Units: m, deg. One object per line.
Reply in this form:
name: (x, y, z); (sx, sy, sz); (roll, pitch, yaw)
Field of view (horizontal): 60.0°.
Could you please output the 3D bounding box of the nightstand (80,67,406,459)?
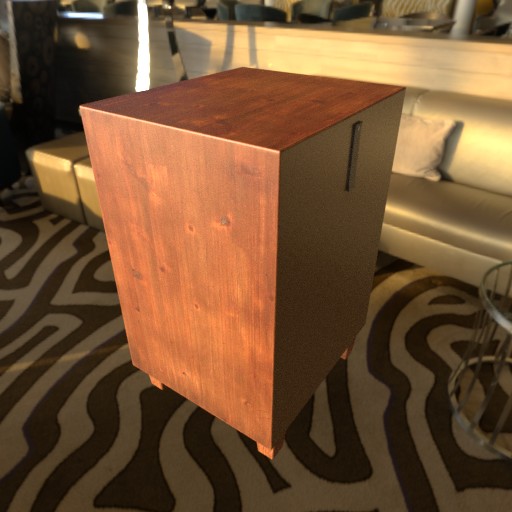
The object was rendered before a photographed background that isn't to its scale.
nightstand: (0.000, 0.000, 0.997); (0.410, 0.695, 0.465); (21, 38, 29)
